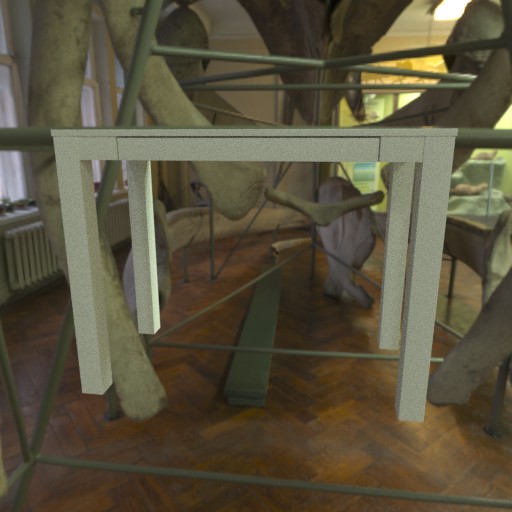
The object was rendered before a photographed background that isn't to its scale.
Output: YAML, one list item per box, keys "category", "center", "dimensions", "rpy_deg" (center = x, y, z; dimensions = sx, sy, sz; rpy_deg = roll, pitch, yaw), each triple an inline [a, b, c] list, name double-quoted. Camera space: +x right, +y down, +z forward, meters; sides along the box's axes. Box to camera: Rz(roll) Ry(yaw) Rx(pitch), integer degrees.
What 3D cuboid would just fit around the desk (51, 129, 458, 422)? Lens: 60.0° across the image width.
- category: "desk"
  center: [0.000, 0.000, 1.401]
  dimensions: [0.990, 0.762, 0.497]
  rpy_deg: [2, 15, 8]
